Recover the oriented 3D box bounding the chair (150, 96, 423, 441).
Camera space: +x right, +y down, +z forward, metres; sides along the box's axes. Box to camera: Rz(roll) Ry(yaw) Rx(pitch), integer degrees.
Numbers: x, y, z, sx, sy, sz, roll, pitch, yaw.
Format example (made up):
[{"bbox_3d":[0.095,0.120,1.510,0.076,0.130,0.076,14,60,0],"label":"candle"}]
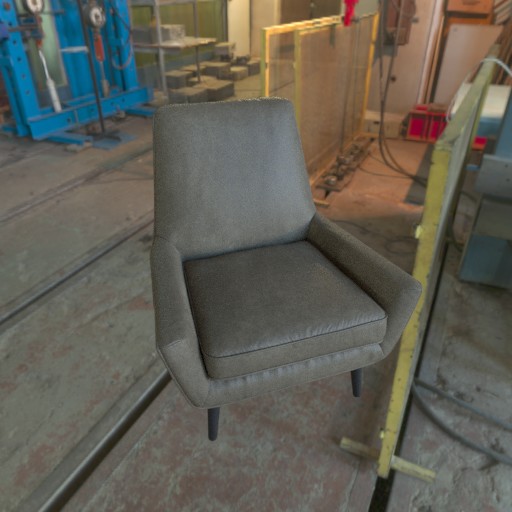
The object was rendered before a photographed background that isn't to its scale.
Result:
[{"bbox_3d":[0.000,0.000,1.528,0.787,0.888,0.824,-11,34,-16],"label":"chair"}]
